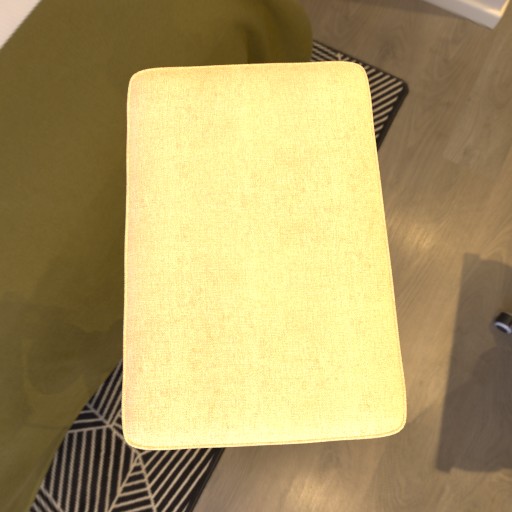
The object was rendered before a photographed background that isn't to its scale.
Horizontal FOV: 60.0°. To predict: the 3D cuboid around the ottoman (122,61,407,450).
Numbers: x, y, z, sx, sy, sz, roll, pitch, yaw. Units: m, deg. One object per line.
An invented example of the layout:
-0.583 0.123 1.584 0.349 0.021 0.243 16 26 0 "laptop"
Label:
0.000 0.000 1.163 0.583 0.484 0.862 -3 77 -1 "ottoman"
